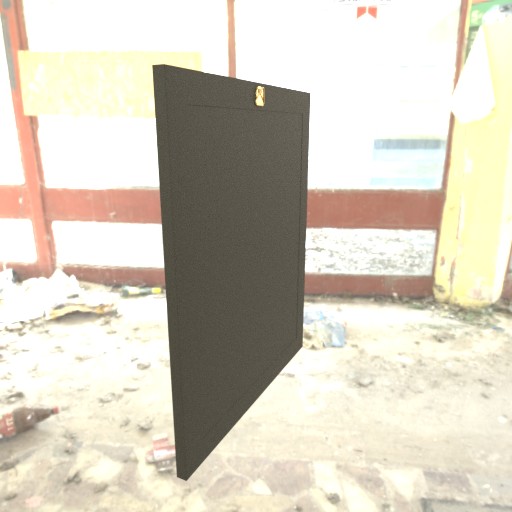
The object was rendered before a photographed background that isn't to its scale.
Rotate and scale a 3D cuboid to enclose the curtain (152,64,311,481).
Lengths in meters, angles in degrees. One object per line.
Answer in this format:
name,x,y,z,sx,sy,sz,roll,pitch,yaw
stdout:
curtain,0.000,0.000,0.800,0.027,0.585,0.483,8,18,26
